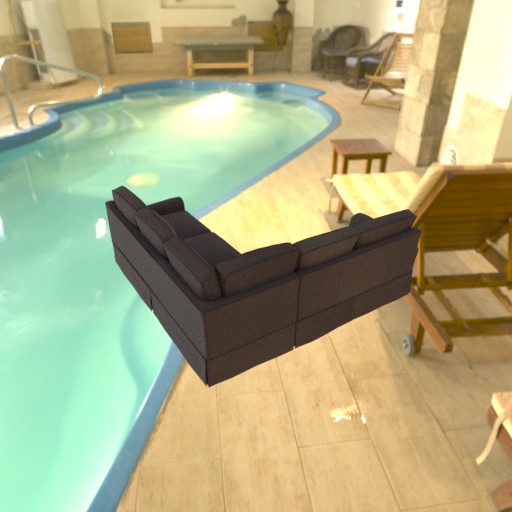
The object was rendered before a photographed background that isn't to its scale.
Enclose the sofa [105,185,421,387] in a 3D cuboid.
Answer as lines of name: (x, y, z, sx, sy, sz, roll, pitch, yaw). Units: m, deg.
sofa: (0.000, 0.000, 5.057, 3.773, 1.169, 2.874, -1, 31, -2)
